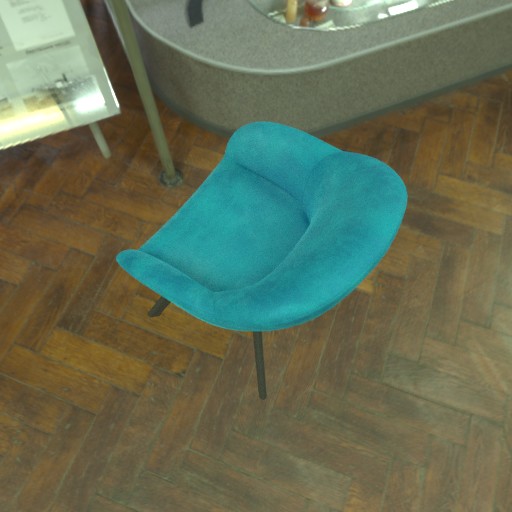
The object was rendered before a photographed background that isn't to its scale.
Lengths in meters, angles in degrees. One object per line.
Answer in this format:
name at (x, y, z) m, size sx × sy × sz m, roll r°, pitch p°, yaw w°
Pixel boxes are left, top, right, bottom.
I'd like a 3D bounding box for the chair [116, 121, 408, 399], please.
chair at (0.000, 0.000, 1.208) m, size 0.590 × 0.795 × 0.550 m, roll 32°, pitch 68°, yaw 15°
